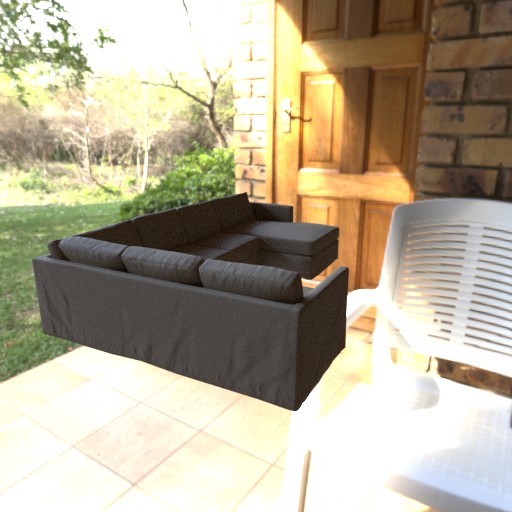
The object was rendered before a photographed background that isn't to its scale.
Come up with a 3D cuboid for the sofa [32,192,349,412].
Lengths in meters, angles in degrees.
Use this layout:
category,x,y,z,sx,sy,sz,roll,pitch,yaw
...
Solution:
category,x,y,z,sx,sy,sz,roll,pitch,yaw
sofa,0.000,0.000,4.676,2.427,0.882,3.460,8,18,27
